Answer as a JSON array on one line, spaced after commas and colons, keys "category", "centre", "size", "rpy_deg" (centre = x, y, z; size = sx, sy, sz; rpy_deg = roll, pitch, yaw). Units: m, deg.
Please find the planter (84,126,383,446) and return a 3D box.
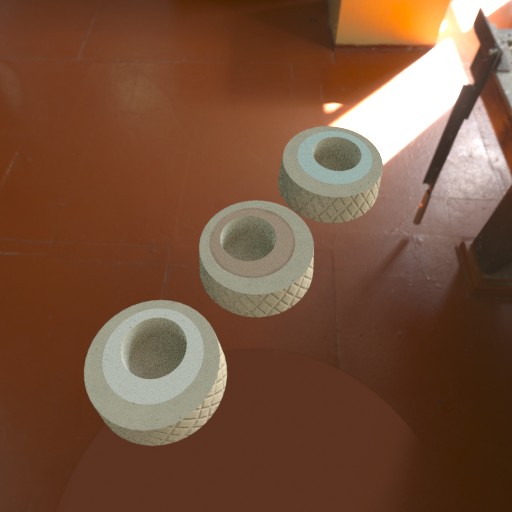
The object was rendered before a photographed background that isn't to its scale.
[{"category": "planter", "centre": [0.000, 0.000, 0.429], "size": [0.114, 0.038, 0.390], "rpy_deg": [32, 62, 19]}]
